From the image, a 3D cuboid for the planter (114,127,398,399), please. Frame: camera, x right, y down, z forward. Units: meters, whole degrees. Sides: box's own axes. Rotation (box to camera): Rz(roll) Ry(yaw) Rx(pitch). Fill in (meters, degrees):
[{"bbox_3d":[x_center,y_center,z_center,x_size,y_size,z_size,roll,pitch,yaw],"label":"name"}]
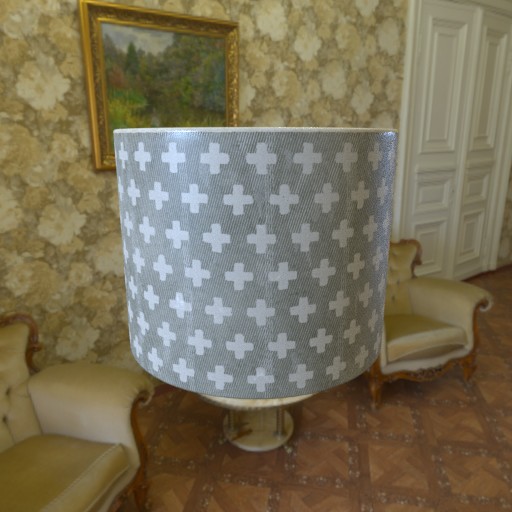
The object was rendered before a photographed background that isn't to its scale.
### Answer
[{"bbox_3d":[0.000,0.000,0.332,0.190,0.181,0.190,0,15,0],"label":"planter"}]
